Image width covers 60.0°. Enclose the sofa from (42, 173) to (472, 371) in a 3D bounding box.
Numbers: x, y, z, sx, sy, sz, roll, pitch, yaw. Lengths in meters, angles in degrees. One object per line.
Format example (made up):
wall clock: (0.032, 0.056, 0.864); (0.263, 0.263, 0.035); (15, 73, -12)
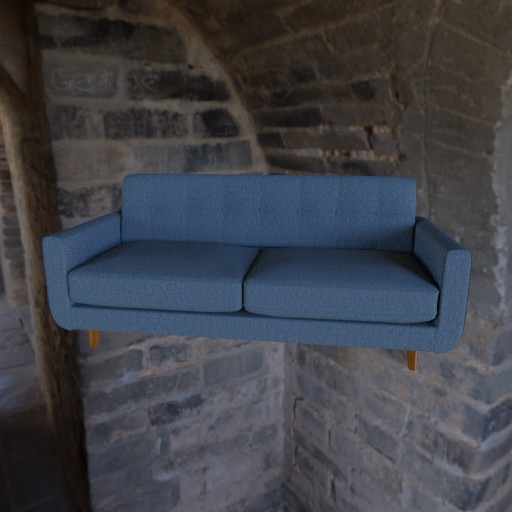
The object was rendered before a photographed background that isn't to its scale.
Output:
sofa: (0.000, 0.000, 2.551); (2.055, 0.884, 0.942); (2, 15, 8)
